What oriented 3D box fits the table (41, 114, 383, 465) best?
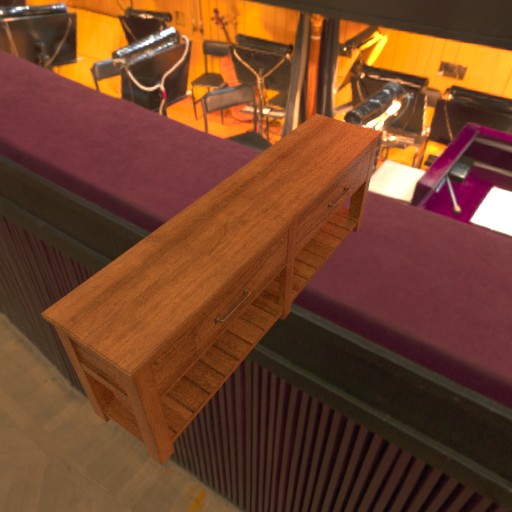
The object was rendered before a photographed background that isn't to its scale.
[{"bbox_3d":[0.000,0.000,2.096,0.425,0.635,1.815,25,47,25],"label":"table"}]
